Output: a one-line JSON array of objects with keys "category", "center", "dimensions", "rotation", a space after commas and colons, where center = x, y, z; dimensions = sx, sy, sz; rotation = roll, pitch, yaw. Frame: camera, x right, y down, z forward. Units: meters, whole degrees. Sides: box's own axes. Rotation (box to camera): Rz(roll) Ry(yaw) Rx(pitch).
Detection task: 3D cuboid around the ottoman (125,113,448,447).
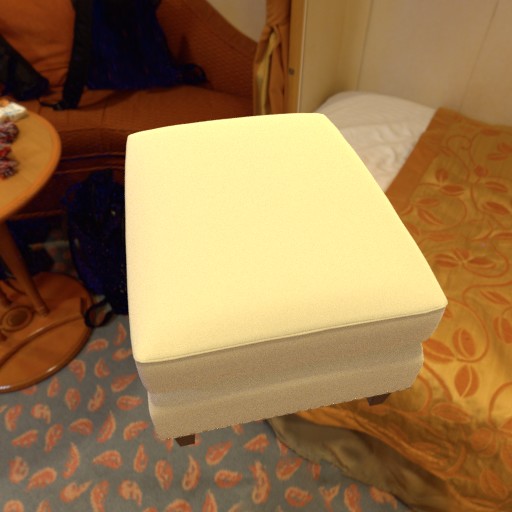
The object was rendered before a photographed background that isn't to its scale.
[{"category": "ottoman", "center": [0.000, 0.000, 1.133], "dimensions": [0.584, 0.513, 0.741], "rotation": [-9, 46, -9]}]
